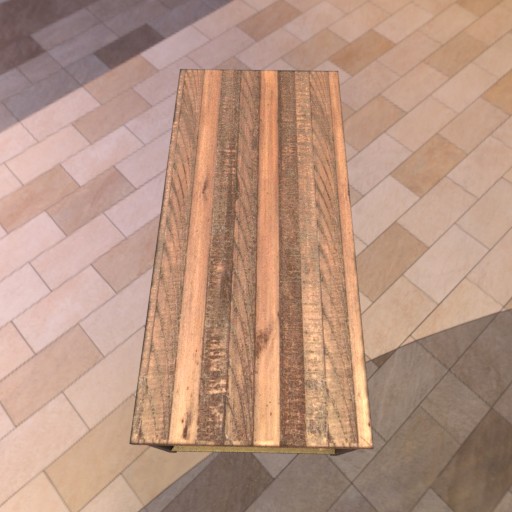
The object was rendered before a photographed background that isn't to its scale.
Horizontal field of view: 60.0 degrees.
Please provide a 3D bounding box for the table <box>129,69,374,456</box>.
[{"bbox_3d":[0.000,0.000,1.220,0.452,0.399,0.990,1,63,0],"label":"table"}]
